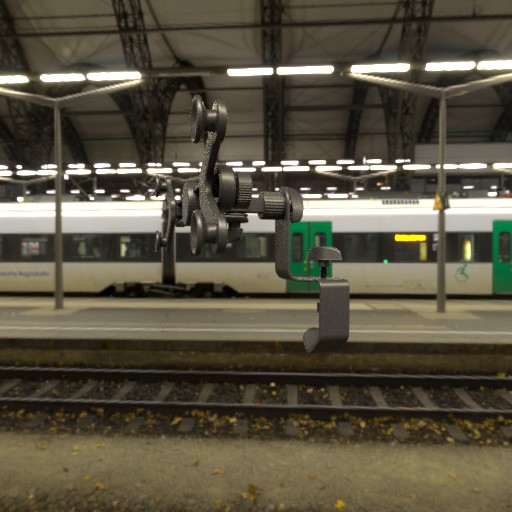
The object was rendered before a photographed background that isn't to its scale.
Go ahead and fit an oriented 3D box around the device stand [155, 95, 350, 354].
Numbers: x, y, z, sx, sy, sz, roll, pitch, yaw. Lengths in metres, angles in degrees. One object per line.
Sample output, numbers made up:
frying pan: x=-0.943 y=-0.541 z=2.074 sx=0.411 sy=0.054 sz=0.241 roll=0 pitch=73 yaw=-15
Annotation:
device stand: x=0.000 y=0.000 z=0.364 sx=0.142 sy=0.166 sz=0.270 roll=0 pitch=1 yaw=-17
